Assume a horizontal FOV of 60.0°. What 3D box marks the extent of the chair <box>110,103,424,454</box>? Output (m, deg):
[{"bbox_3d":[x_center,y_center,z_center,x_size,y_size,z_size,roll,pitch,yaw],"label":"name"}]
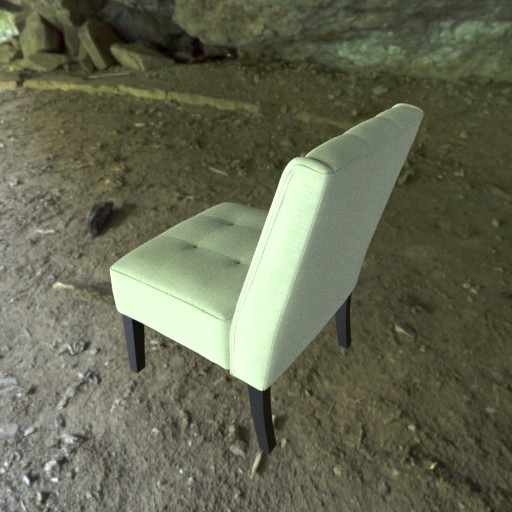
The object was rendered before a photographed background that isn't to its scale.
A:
[{"bbox_3d":[0.000,0.000,1.304,0.676,0.853,0.569,19,36,29],"label":"chair"}]
